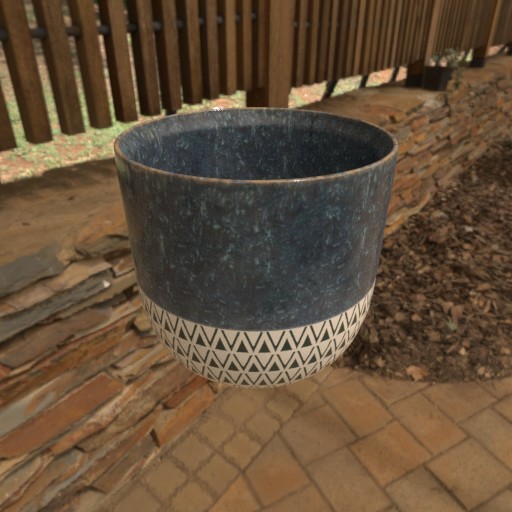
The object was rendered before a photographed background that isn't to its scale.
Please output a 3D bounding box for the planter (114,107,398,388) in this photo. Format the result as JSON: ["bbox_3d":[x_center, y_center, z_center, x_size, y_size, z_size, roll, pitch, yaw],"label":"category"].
[{"bbox_3d":[0.000,0.000,0.494,0.266,0.270,0.266,0,29,0],"label":"planter"}]
